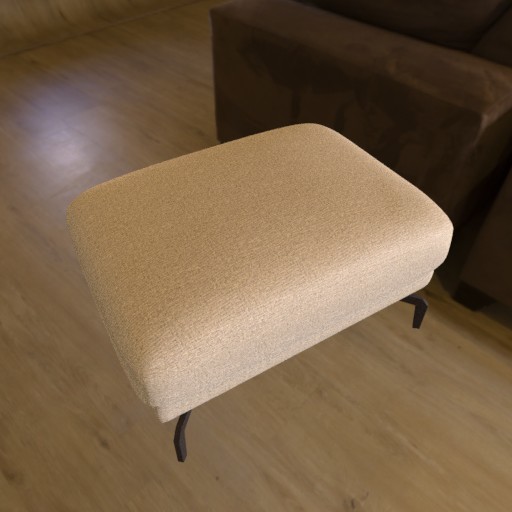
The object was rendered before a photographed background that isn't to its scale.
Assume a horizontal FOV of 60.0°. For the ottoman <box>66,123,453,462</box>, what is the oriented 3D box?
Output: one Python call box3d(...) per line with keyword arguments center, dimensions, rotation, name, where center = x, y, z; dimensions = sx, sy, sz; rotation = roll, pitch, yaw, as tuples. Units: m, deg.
box3d(center=(0.000, 0.000, 1.097), dimensions=(0.772, 0.420, 0.568), rotation=(-22, 49, -21), name="ottoman")
